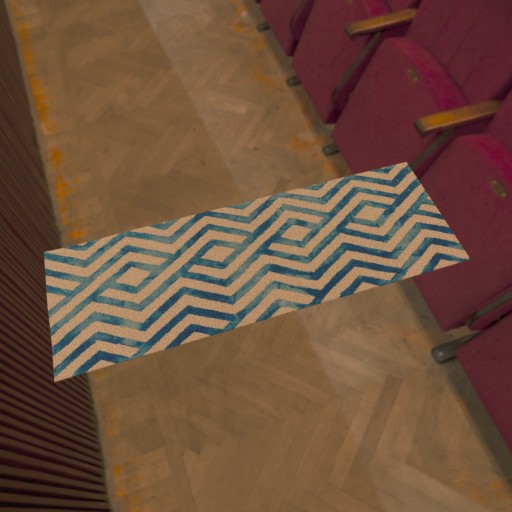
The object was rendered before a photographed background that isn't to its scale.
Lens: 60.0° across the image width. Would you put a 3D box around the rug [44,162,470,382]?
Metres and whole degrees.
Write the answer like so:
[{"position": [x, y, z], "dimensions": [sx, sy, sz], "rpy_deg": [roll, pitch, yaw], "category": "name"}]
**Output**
[{"position": [0.000, 0.000, 1.634], "dimensions": [1.492, 0.007, 0.503], "rpy_deg": [-15, 60, -9], "category": "rug"}]
